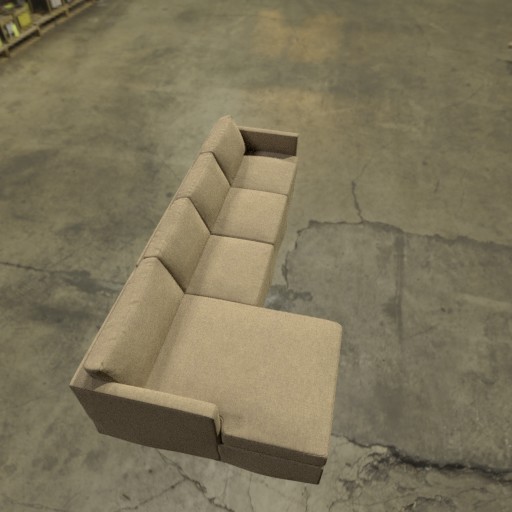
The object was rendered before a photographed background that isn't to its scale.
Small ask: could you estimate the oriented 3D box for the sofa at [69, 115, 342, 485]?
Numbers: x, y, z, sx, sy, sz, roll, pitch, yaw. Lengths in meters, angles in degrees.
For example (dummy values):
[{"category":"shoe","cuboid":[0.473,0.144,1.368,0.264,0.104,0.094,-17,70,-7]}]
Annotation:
[{"category":"sofa","cuboid":[0.000,0.000,3.816,1.638,0.920,3.198,9,47,9]}]
